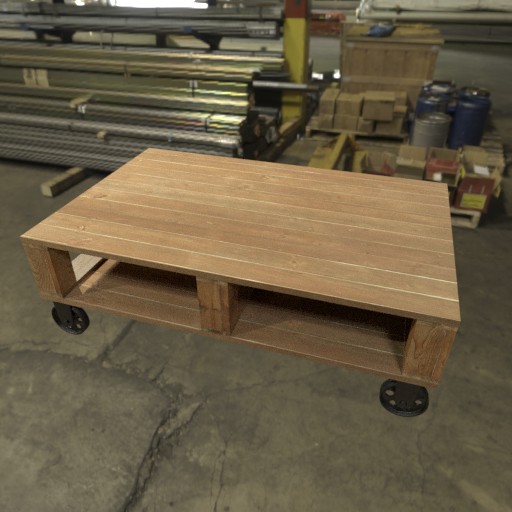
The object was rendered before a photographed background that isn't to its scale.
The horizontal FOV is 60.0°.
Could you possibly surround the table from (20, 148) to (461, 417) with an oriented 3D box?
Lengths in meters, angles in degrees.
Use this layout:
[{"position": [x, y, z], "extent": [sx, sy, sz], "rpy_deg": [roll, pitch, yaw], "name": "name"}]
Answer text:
[{"position": [0.000, 0.000, 1.675], "extent": [1.299, 0.413, 0.827], "rpy_deg": [10, 35, 15], "name": "table"}]
